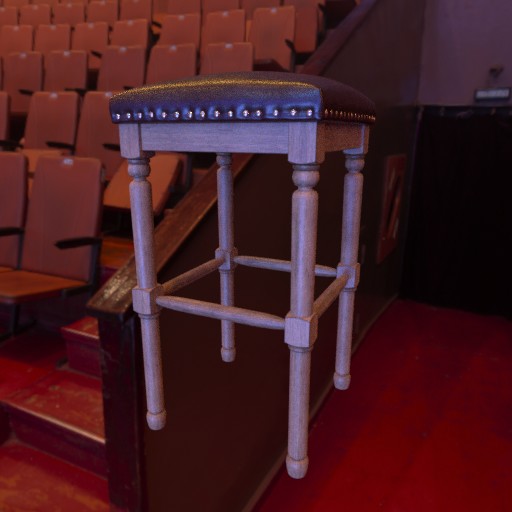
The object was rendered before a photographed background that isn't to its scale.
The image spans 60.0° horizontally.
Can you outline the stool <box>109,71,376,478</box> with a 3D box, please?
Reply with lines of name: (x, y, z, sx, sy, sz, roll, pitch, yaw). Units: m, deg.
stool: (0.000, 0.000, 0.917, 0.382, 0.702, 0.383, 7, 17, 24)
